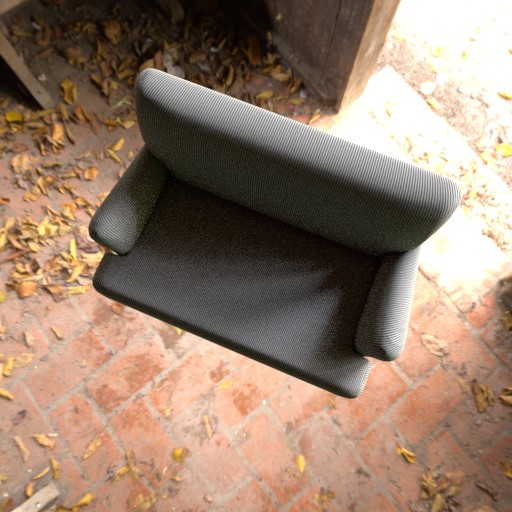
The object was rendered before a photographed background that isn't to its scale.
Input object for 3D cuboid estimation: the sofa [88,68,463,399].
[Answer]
[{"bbox_3d":[0.000,0.000,1.826,1.297,0.889,0.779,22,78,5],"label":"sofa"}]
